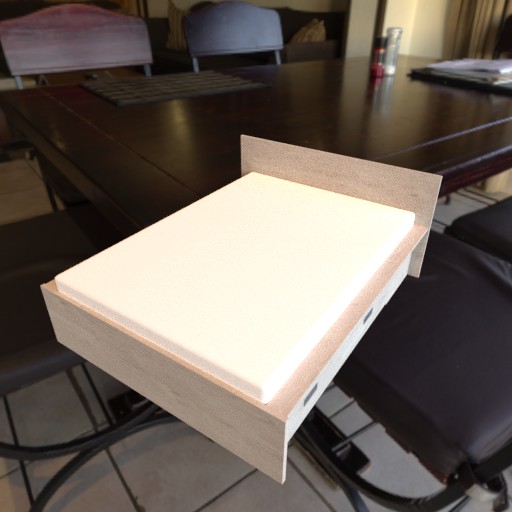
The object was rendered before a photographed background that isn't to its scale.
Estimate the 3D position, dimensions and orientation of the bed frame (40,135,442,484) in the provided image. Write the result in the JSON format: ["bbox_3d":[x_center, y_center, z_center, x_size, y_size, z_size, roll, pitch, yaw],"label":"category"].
[{"bbox_3d":[0.000,0.000,2.820,1.622,0.800,1.960,20,37,29],"label":"bed frame"}]
